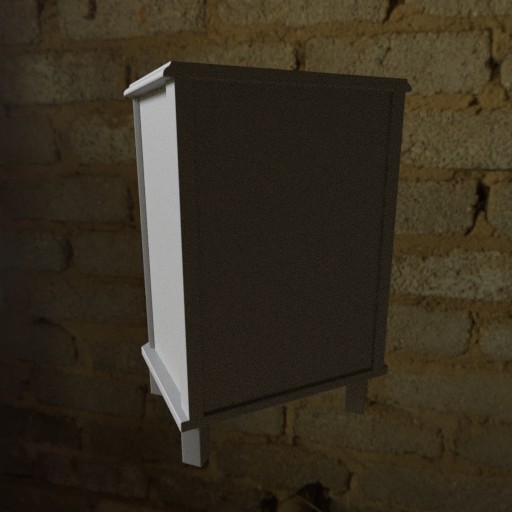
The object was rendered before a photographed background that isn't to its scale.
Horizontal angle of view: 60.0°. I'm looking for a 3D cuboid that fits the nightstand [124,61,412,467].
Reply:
[{"bbox_3d":[0.000,0.000,0.932,0.450,0.680,0.350,-7,16,-25],"label":"nightstand"}]
